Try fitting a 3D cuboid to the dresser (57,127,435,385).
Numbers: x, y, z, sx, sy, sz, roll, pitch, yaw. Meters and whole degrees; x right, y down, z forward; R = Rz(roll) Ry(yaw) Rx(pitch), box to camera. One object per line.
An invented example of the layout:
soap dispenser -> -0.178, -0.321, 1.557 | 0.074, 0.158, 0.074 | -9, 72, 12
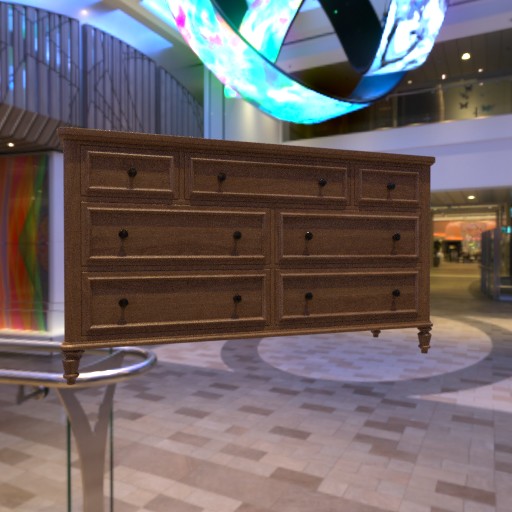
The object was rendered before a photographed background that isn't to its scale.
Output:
dresser -> 0.000, 0.000, 1.978 | 1.583, 0.892, 0.468 | 0, 1, -18
